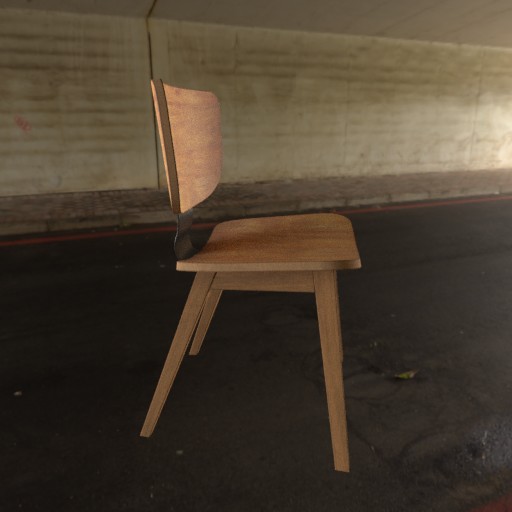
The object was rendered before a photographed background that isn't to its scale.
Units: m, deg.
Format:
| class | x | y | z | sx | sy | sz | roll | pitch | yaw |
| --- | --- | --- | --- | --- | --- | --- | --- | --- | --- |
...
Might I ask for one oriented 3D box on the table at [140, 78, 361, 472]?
| class | x | y | z | sx | sy | sz | roll | pitch | yaw |
| --- | --- | --- | --- | --- | --- | --- | --- | --- | --- |
| table | 0.000 | 0.000 | 1.114 | 0.500 | 0.805 | 0.499 | 3 | 17 | 9 |
